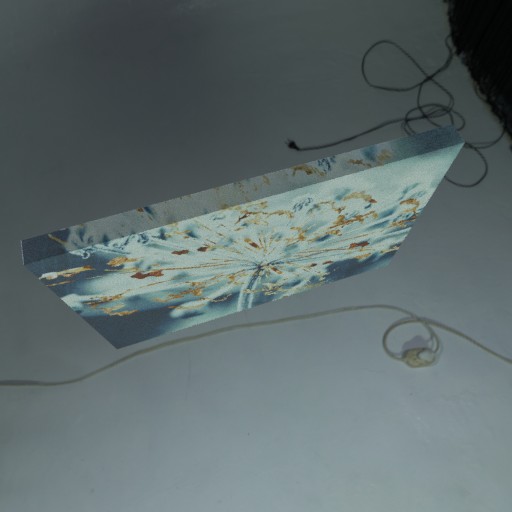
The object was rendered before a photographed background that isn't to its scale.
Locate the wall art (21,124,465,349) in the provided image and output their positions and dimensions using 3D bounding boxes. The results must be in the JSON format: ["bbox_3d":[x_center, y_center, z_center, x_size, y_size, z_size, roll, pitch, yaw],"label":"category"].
[{"bbox_3d":[0.000,0.000,0.771,0.607,0.405,0.036,-16,65,-8],"label":"wall art"}]
